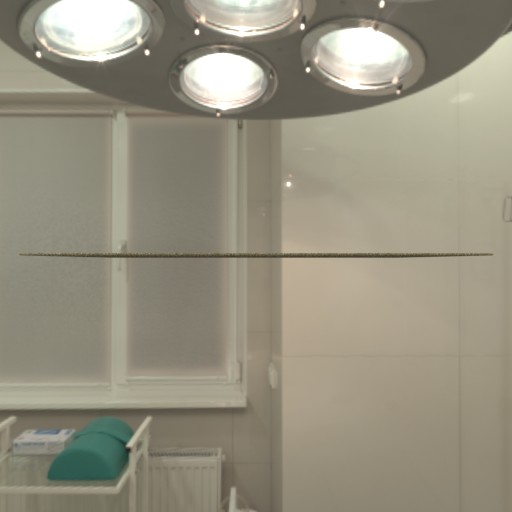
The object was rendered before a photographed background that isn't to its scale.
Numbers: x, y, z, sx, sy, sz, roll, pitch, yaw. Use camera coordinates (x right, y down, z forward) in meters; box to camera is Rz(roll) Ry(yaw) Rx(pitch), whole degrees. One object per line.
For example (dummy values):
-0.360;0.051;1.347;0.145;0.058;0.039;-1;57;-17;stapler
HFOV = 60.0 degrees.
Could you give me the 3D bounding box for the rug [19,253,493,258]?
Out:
0.000;0.000;3.038;2.448;0.012;1.540;0;-1;-1;rug
